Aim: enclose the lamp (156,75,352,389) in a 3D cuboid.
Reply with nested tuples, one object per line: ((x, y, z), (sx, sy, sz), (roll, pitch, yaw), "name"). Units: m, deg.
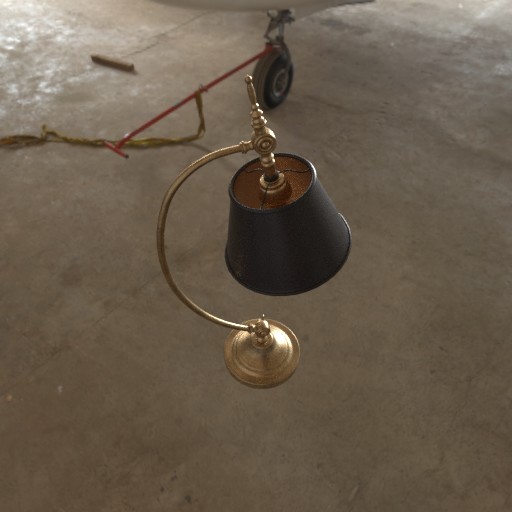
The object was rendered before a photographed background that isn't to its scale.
((0.000, 0.000, 0.816), (0.344, 0.675, 0.235), (-10, 47, -10), "lamp")
